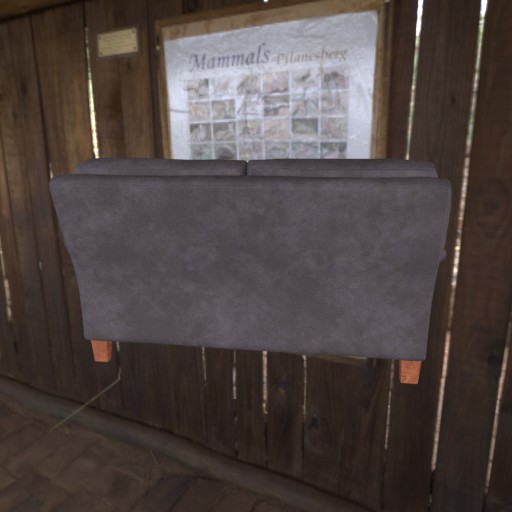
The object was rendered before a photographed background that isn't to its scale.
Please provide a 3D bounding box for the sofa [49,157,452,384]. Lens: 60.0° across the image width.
[{"bbox_3d":[0.000,0.000,2.523,1.853,1.101,1.084,2,14,8],"label":"sofa"}]
